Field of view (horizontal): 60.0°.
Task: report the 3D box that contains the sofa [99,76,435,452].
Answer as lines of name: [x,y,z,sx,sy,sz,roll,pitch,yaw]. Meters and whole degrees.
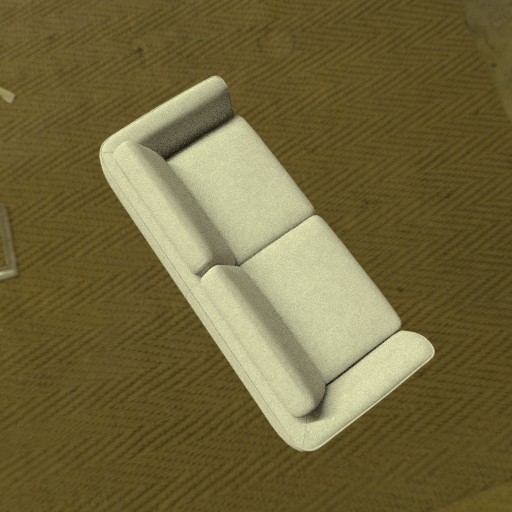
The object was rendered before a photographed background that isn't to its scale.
sofa: [0.000,0.000,2.535,0.920,0.850,2.000,-35,79,-8]
